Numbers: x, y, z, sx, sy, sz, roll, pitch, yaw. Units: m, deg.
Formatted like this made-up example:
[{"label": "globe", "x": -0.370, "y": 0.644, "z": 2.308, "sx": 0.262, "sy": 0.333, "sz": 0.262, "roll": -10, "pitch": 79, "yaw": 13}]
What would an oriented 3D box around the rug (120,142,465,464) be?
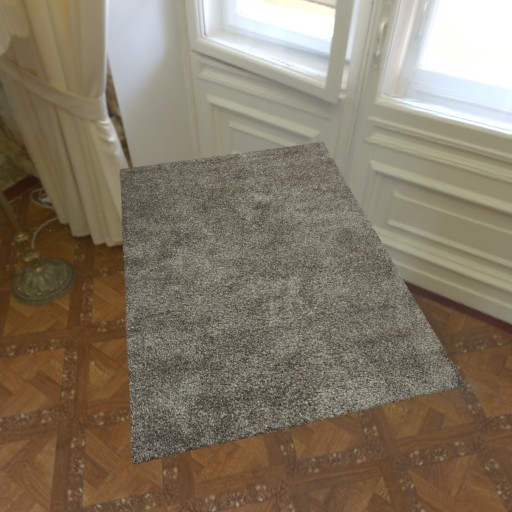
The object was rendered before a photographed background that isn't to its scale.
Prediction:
[{"label": "rug", "x": 0.000, "y": 0.000, "z": 2.055, "sx": 1.198, "sy": 0.025, "sz": 1.601, "roll": -10, "pitch": 49, "yaw": -9}]
